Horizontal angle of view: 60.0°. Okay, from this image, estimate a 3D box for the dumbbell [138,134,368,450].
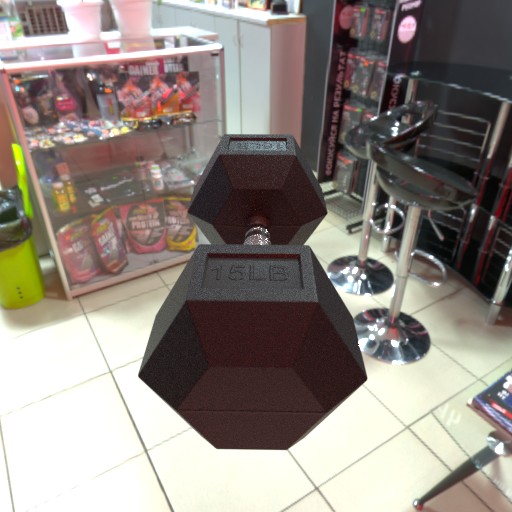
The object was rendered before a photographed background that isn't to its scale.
[{"bbox_3d":[0.000,0.000,0.329,0.122,0.106,0.271,1,34,1],"label":"dumbbell"}]
